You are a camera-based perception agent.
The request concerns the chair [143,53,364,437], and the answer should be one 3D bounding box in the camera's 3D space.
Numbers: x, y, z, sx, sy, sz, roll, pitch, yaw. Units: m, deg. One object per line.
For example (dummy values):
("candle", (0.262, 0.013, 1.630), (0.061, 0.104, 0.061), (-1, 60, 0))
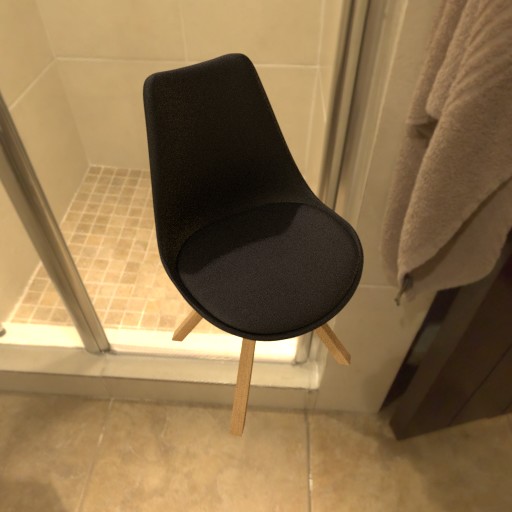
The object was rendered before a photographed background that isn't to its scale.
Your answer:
("chair", (0.000, 0.000, 1.184), (0.485, 0.850, 0.549), (-26, 51, -23))
